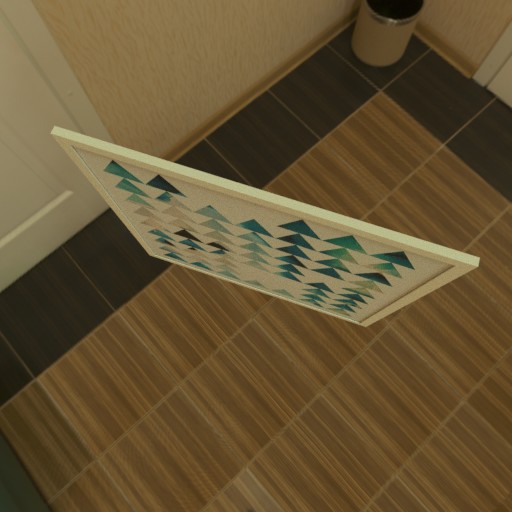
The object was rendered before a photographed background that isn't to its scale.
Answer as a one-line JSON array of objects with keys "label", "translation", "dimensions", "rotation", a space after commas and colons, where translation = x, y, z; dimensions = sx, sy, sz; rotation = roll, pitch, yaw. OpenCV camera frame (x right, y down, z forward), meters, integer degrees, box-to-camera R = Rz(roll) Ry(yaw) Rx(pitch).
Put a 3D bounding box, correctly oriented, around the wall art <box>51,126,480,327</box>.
[{"label": "wall art", "translation": [0.000, 0.000, 0.817], "dimensions": [0.557, 0.557, 0.012], "rotation": [18, 74, 5]}]
